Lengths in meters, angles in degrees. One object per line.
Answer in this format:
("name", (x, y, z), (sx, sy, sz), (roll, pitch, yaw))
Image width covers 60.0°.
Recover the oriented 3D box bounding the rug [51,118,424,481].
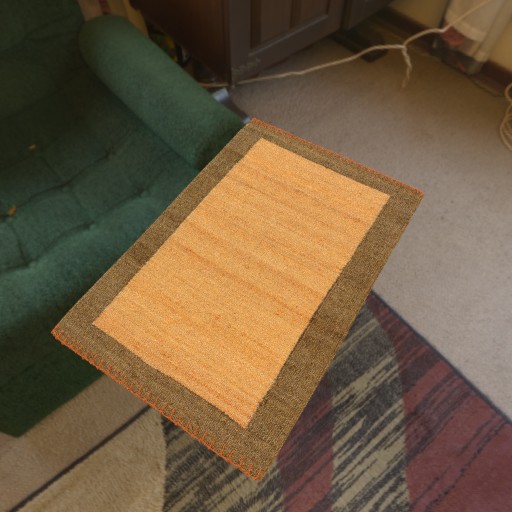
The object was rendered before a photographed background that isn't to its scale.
("rug", (0.000, 0.000, 2.380), (1.220, 0.019, 1.838), (28, 62, 17))
